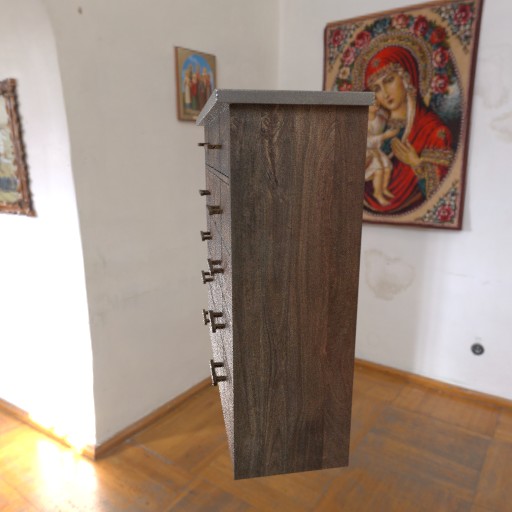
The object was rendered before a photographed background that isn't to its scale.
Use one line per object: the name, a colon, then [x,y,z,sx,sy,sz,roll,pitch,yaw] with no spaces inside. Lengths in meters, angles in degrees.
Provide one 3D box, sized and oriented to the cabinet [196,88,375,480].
cabinet: [0.000,0.000,1.463,0.338,0.919,0.968,-2,14,-9]
